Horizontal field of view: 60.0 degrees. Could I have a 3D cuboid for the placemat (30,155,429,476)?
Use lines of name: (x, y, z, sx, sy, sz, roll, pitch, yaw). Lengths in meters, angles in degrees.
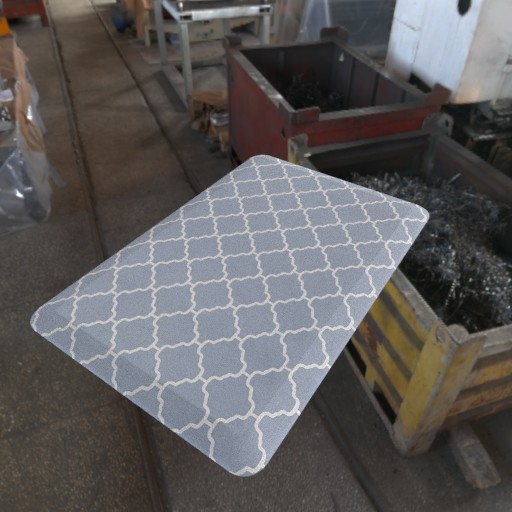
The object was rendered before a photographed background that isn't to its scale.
placemat: (0.000, 0.000, 0.927, 0.508, 0.021, 0.762, 24, 47, 25)
